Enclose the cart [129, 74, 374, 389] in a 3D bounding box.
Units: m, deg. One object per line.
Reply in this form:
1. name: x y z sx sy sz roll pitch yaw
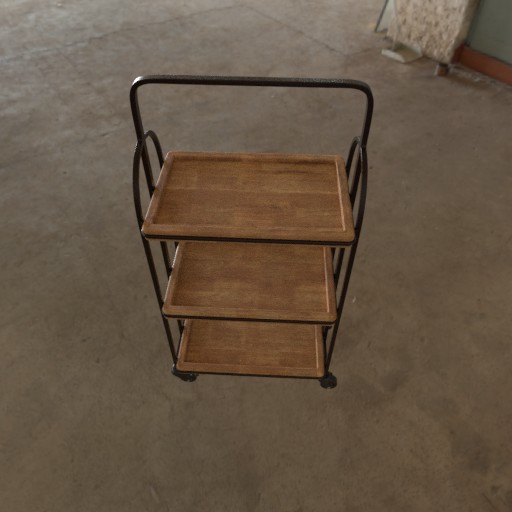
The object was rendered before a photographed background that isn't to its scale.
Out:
1. cart: 0.000 0.000 1.228 0.553 1.001 0.327 2 46 2
